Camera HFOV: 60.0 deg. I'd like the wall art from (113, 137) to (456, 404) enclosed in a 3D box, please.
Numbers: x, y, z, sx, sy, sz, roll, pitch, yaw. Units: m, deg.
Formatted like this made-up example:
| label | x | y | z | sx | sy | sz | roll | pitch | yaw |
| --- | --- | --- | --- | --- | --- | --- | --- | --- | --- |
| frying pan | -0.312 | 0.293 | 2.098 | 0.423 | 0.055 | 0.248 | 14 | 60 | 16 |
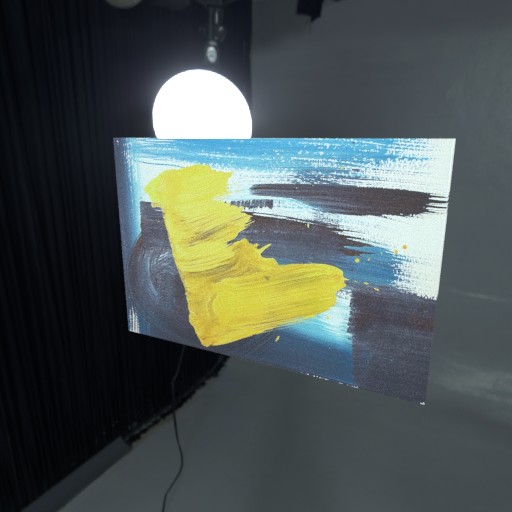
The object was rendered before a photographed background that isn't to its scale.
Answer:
| label | x | y | z | sx | sy | sz | roll | pitch | yaw |
| --- | --- | --- | --- | --- | --- | --- | --- | --- | --- |
| wall art | 0.000 | 0.000 | 1.186 | 0.914 | 0.610 | 0.039 | 8 | 17 | 26 |
